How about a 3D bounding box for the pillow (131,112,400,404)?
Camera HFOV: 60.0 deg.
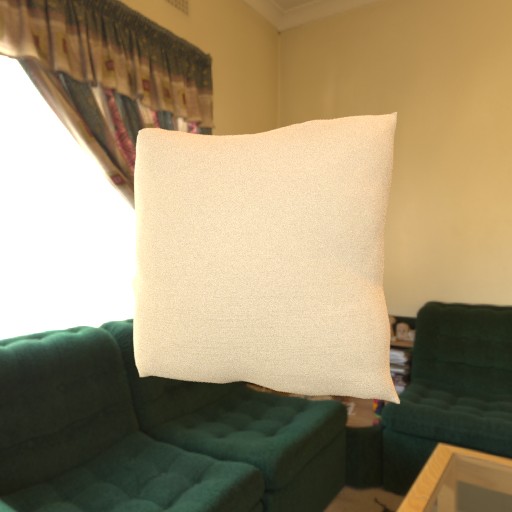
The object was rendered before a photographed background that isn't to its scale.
[{"bbox_3d":[0.000,0.000,0.725,0.450,0.448,0.245,0,1,17],"label":"pillow"}]
